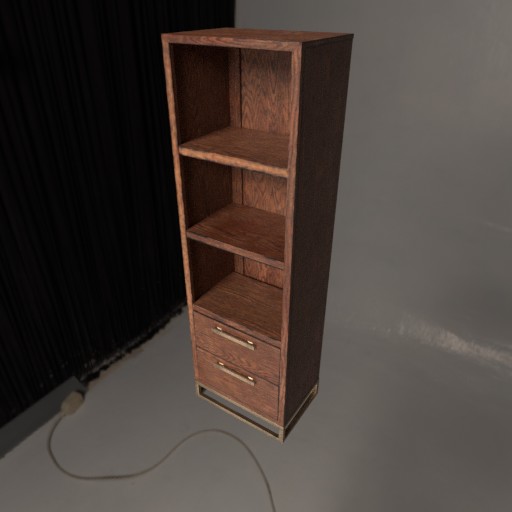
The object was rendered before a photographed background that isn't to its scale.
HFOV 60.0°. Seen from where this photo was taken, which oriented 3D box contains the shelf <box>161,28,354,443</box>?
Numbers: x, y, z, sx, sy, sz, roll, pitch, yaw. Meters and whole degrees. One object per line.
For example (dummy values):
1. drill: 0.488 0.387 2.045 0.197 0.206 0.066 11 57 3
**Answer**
1. shelf: 0.000 0.000 1.927 0.539 1.732 0.395 19 35 28
